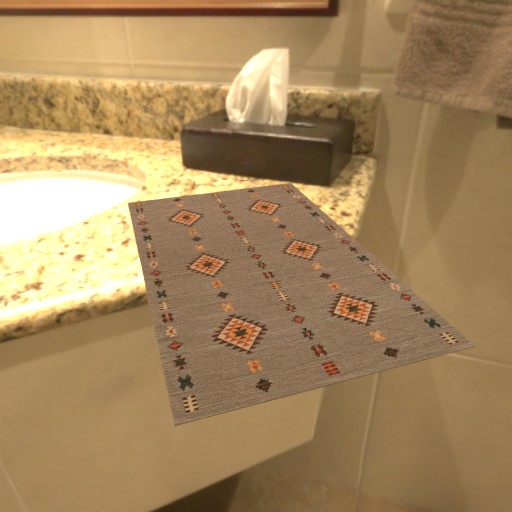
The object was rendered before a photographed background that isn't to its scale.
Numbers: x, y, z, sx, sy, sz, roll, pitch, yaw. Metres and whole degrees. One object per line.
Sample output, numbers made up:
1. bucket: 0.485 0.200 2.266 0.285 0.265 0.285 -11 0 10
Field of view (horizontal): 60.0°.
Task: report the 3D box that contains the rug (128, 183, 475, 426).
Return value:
1. rug: 0.000 0.000 3.018 1.515 0.007 2.427 -9 31 -16
